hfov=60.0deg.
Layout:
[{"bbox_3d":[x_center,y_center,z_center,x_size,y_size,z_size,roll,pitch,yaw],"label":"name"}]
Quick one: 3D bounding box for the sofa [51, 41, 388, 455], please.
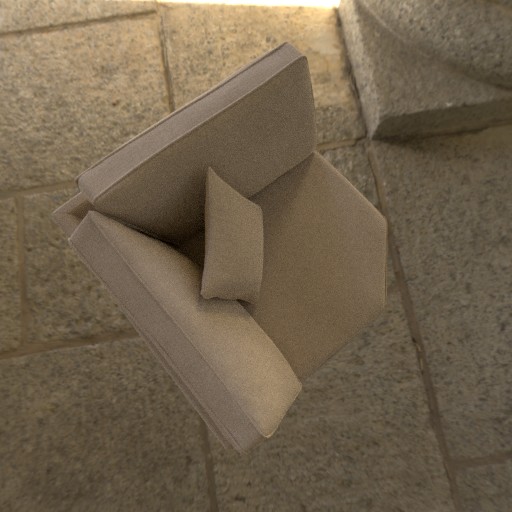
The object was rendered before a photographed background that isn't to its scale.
[{"bbox_3d":[0.000,0.000,1.817,1.042,0.937,1.050,-38,79,-9],"label":"sofa"}]
